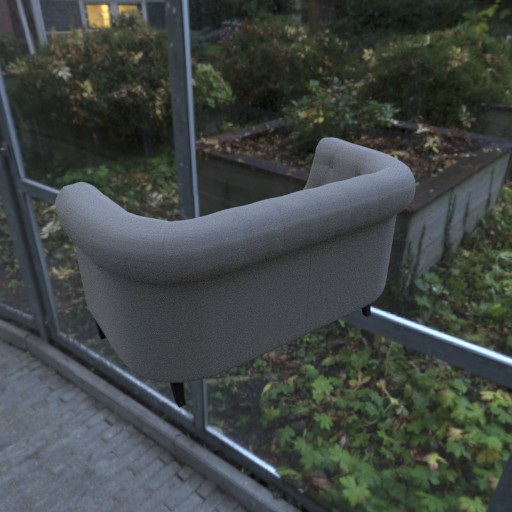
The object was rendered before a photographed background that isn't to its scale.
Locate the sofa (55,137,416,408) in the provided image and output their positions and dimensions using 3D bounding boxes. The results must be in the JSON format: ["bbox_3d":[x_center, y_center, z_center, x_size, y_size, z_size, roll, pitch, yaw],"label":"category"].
[{"bbox_3d":[0.000,0.000,2.084,1.558,0.827,0.835,-18,33,-30],"label":"sofa"}]
